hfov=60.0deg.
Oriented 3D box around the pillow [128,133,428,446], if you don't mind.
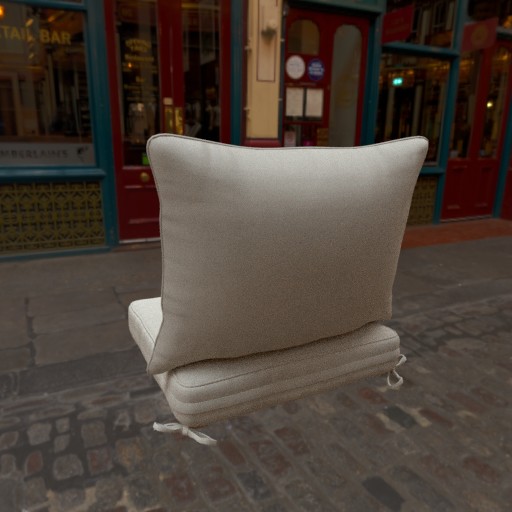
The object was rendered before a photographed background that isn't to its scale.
[{"bbox_3d":[0.000,0.000,1.368,0.798,0.716,0.733,-7,16,-26],"label":"pillow"}]
